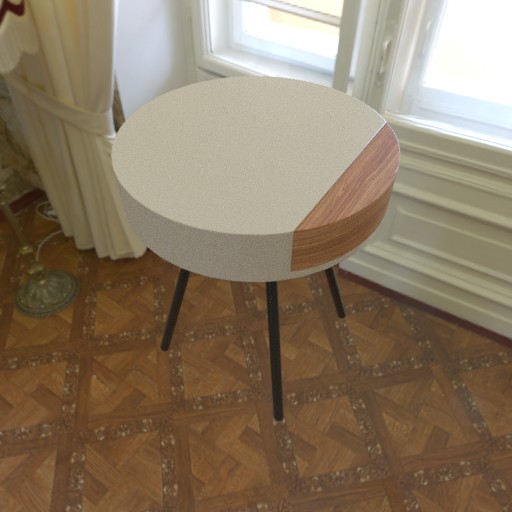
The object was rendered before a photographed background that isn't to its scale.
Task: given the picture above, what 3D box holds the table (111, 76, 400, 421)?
[{"bbox_3d":[0.000,0.000,0.870,0.450,0.525,0.450,0,46,0],"label":"table"}]
